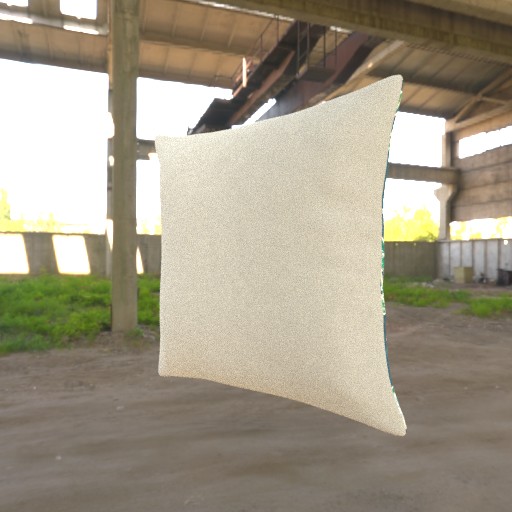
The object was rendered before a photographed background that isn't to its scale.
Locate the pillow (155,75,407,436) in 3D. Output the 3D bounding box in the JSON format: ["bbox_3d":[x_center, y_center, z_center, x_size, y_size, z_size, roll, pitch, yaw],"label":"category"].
[{"bbox_3d":[0.000,0.000,0.779,0.525,0.508,0.166,0,0,38],"label":"pillow"}]
